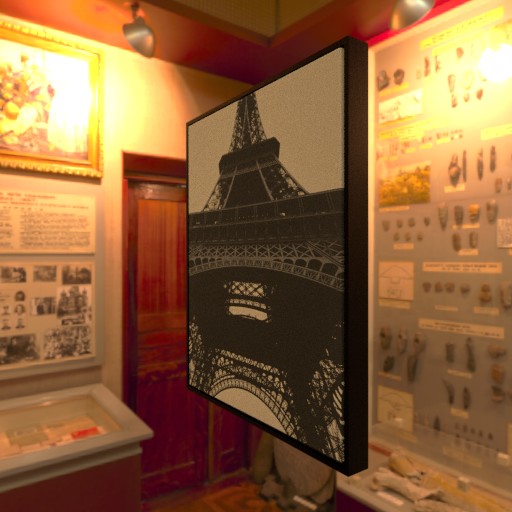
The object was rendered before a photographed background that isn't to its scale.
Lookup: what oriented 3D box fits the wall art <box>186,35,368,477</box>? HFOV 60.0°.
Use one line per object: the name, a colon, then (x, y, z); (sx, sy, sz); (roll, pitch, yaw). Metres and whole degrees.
wall art: (0.000, 0.000, 0.749); (0.039, 0.553, 0.451); (0, 0, -35)
